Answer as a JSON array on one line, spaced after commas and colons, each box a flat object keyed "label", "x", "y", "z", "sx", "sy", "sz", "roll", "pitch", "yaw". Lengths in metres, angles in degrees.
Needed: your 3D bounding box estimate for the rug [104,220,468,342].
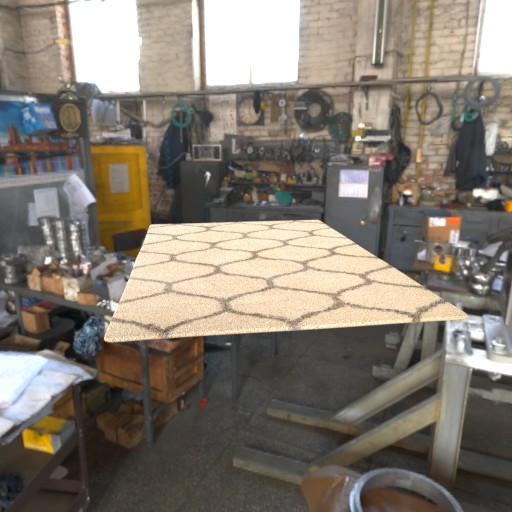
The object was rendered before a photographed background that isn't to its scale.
[{"label": "rug", "x": 0.000, "y": 0.000, "z": 3.414, "sx": 1.801, "sy": 0.026, "sz": 2.701, "roll": -2, "pitch": 15, "yaw": -8}]
